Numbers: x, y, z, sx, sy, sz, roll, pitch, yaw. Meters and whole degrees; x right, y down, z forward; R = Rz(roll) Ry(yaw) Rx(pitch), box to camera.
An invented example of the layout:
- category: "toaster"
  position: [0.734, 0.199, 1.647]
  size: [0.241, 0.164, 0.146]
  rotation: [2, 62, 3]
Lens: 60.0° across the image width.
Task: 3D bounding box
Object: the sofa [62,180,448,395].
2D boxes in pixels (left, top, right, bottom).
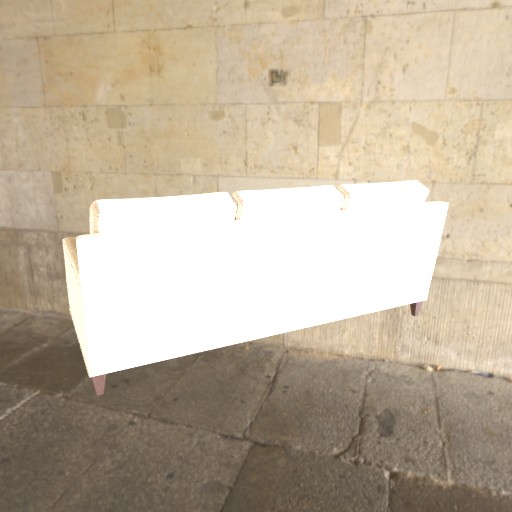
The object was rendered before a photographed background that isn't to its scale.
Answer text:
- category: "sofa"
  position: [0.000, 0.000, 2.844]
  size: [2.210, 0.940, 1.041]
  rotation: [-8, 17, -26]
